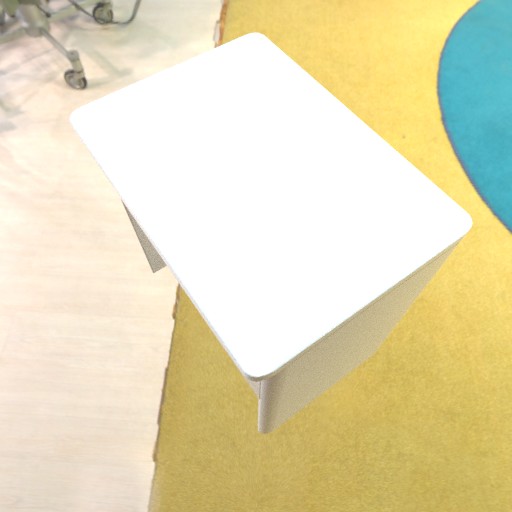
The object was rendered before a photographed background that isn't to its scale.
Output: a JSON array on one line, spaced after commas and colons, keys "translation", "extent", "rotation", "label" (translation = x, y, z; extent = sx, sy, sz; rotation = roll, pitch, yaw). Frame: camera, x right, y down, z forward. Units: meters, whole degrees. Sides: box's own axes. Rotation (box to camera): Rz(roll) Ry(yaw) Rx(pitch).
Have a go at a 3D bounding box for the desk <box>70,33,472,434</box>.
[{"translation": [0.000, 0.000, 1.300], "extent": [0.549, 0.800, 0.762], "rotation": [-32, 65, -17], "label": "desk"}]
